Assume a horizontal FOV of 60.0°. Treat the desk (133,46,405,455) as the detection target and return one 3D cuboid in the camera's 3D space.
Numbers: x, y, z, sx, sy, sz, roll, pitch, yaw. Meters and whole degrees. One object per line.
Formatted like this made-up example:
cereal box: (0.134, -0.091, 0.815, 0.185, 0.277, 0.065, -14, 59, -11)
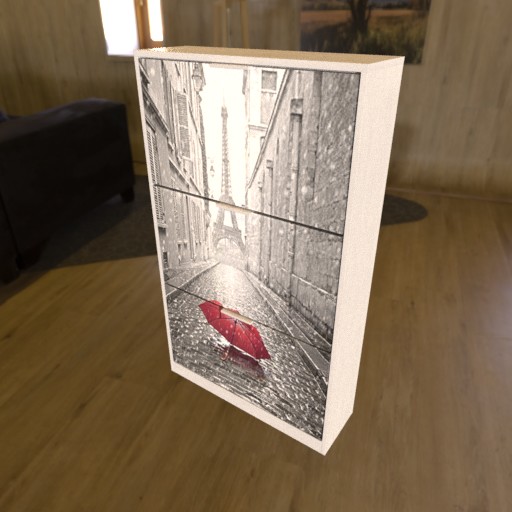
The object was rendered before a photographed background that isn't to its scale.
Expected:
desk: (0.000, 0.000, 1.534, 0.750, 1.280, 0.250, 18, 34, 30)
